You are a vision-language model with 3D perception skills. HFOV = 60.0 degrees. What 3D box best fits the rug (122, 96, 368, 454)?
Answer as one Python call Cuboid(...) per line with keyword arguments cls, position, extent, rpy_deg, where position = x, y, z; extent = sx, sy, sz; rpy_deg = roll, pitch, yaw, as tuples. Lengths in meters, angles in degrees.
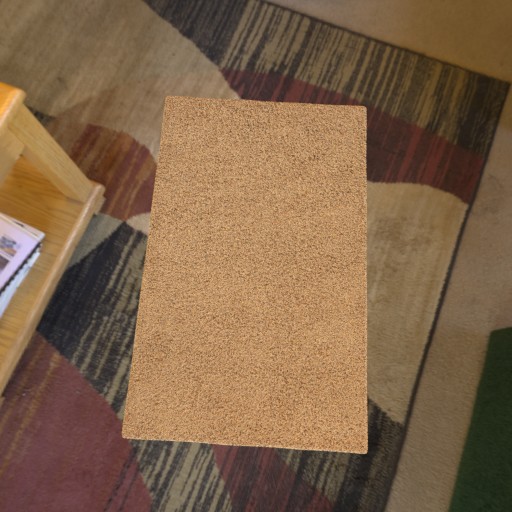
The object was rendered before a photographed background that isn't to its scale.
Cuboid(cls="rug", position=(0.000, 0.000, 3.056), extent=(1.524, 0.030, 2.438), rpy_deg=(3, 75, 1))
